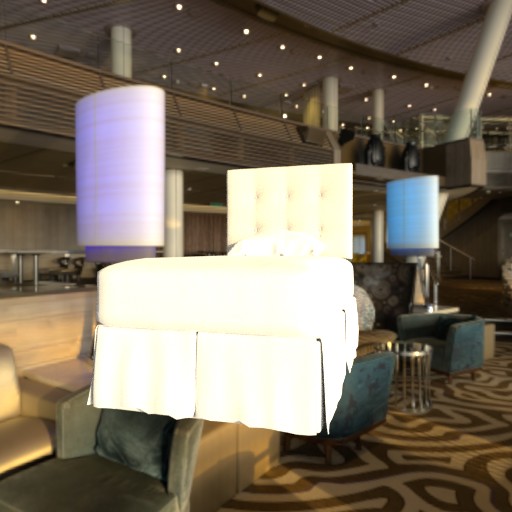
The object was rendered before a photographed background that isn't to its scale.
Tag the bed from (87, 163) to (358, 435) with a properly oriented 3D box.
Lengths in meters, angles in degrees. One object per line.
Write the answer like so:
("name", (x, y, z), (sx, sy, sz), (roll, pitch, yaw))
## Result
("bed", (0.000, 0.000, 3.038), (1.261, 1.571, 1.997), (0, 0, 17))
